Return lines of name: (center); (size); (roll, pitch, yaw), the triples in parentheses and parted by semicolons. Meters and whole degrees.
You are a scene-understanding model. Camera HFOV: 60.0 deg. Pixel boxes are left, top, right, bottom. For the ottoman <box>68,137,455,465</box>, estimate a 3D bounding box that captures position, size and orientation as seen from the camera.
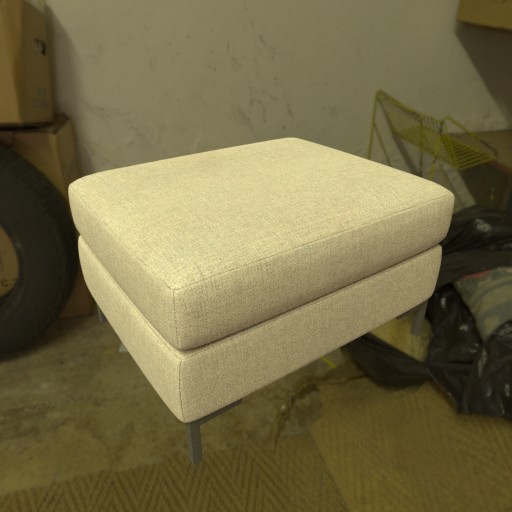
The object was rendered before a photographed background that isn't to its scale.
ottoman: (0.000, 0.000, 1.237); (0.820, 0.490, 0.671); (-19, 34, -30)
